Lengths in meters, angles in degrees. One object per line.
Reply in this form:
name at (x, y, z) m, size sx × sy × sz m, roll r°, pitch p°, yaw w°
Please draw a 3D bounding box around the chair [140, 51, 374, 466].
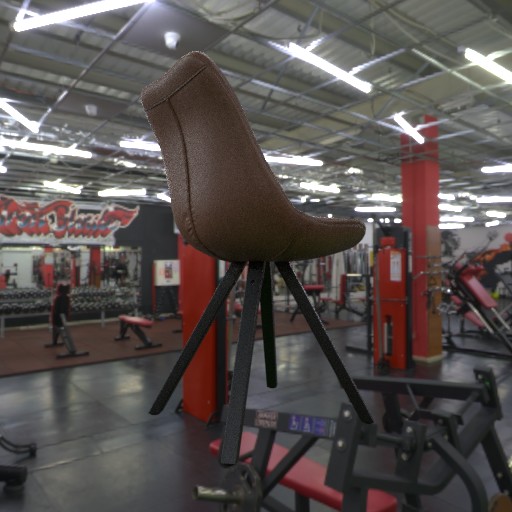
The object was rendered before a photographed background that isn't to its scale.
chair at (0.000, 0.000, 1.173) m, size 0.550 × 0.850 × 0.475 m, roll 1°, pitch -1°, yaw -36°
